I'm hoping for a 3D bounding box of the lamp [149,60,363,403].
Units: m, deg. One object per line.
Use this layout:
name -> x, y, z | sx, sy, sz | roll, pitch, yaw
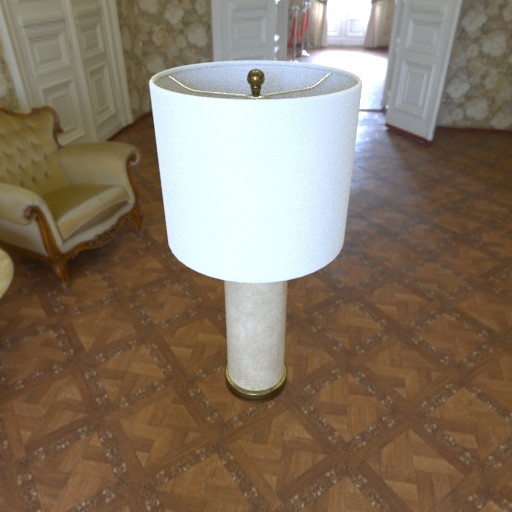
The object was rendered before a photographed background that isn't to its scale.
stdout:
lamp -> 0.000, 0.000, 0.806 | 0.305, 0.634, 0.305 | -21, 38, -30
